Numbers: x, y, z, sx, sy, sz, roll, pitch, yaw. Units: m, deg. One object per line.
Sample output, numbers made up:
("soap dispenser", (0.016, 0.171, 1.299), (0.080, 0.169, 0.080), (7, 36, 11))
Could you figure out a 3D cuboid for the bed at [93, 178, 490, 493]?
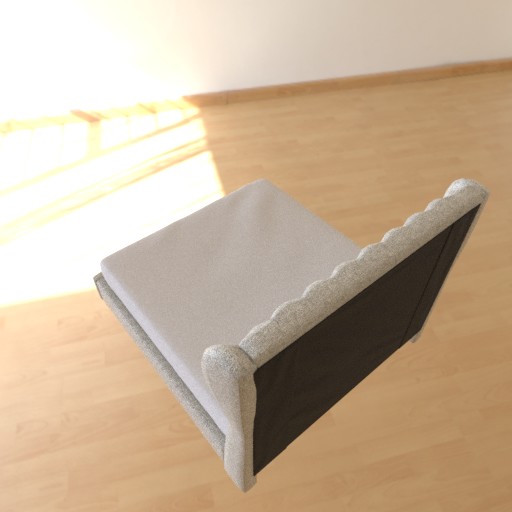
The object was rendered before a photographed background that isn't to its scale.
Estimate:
("bed", (0.000, 0.000, 3.709), (2.219, 1.771, 2.347), (-31, 54, -26))
